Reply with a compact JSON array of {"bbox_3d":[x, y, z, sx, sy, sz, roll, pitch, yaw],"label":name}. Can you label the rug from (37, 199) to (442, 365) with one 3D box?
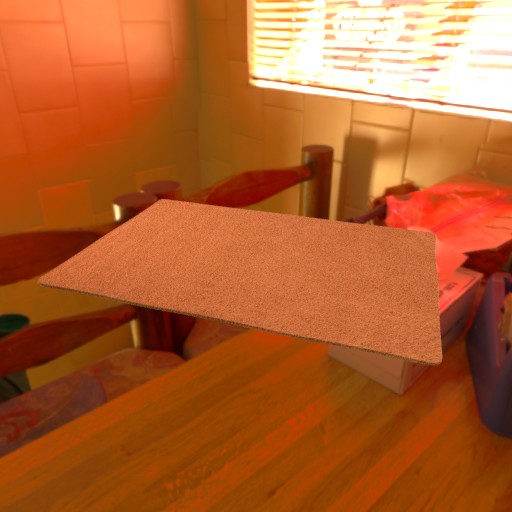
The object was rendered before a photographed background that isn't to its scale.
[{"bbox_3d":[0.000,0.000,3.493,2.700,0.024,1.801,9,29,17],"label":"rug"}]
